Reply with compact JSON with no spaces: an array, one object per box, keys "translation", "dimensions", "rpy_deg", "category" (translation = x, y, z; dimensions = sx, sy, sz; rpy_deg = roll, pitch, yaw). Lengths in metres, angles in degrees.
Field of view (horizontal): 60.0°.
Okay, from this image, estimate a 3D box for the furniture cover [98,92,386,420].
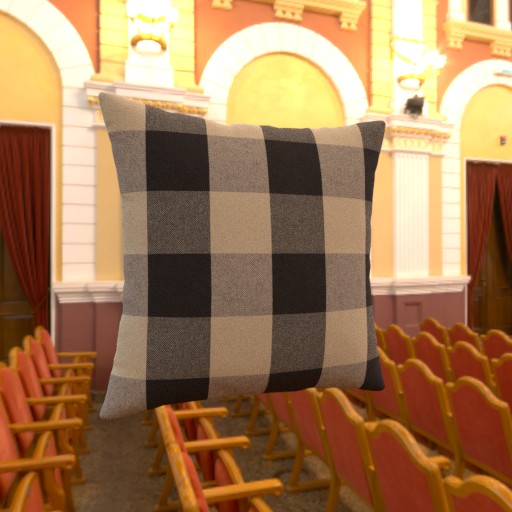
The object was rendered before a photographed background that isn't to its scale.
[{"translation":[0.000,0.000,0.762],"dimensions":[0.511,0.509,0.161],"rpy_deg":[0,0,-17],"category":"furniture cover"}]
